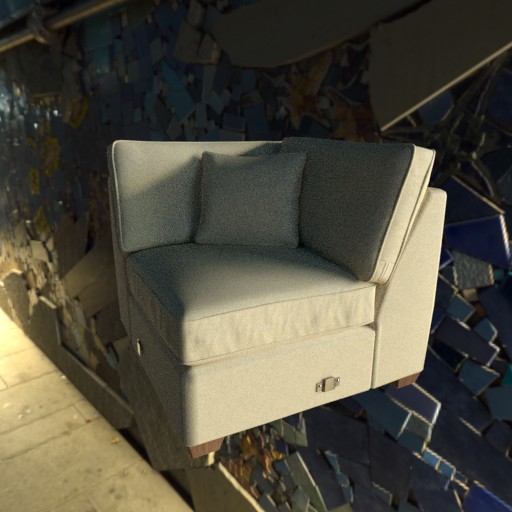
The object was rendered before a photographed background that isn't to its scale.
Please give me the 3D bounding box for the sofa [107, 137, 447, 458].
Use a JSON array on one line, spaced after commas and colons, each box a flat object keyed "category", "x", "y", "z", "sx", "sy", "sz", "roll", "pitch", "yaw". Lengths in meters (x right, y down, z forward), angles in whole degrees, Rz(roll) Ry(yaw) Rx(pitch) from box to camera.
[{"category": "sofa", "x": 0.000, "y": 0.000, "z": 1.964, "sx": 1.084, "sy": 1.002, "sz": 1.146, "roll": -8, "pitch": 19, "yaw": -26}]
